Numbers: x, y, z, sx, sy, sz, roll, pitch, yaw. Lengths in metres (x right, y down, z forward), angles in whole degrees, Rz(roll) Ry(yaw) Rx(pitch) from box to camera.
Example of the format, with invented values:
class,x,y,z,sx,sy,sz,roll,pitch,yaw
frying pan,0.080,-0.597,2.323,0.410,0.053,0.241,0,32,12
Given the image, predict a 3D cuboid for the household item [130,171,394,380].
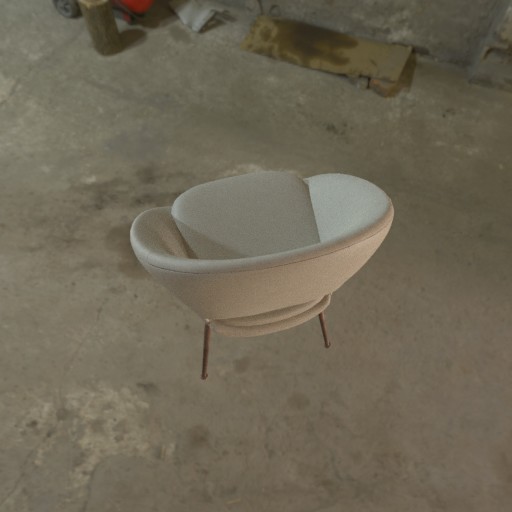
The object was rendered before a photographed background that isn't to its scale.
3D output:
class,x,y,z,sx,sy,sz,roll,pitch,yaw
household item,0.000,0.000,1.284,0.623,0.852,0.573,-13,60,-7
